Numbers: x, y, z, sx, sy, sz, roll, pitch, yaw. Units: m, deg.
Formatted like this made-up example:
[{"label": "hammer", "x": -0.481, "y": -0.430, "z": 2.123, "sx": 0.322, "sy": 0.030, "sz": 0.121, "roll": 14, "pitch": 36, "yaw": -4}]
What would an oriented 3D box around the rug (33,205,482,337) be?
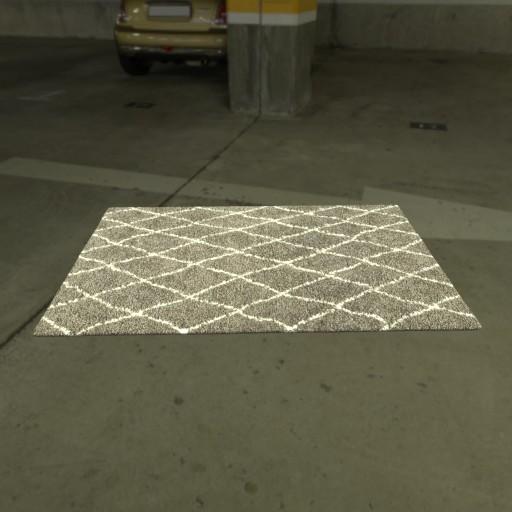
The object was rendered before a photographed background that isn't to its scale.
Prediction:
[{"label": "rug", "x": 0.000, "y": 0.000, "z": 3.449, "sx": 2.743, "sy": 0.030, "sz": 1.778, "roll": -1, "pitch": 32, "yaw": -1}]
